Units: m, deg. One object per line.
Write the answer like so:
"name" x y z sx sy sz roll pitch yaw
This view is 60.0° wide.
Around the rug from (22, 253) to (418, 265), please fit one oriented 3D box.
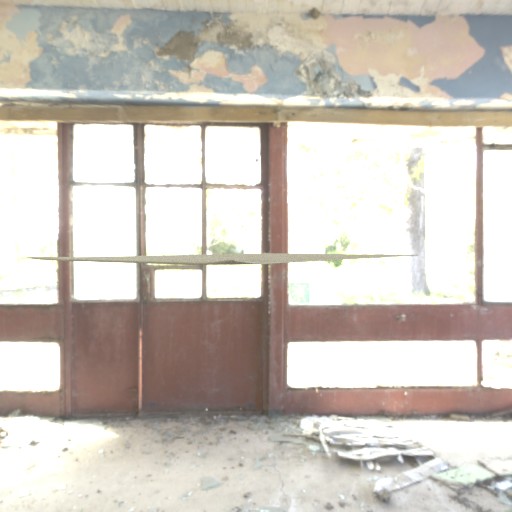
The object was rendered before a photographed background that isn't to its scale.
"rug" 0.000 0.000 2.429 1.214 0.023 1.947 1 1 35
